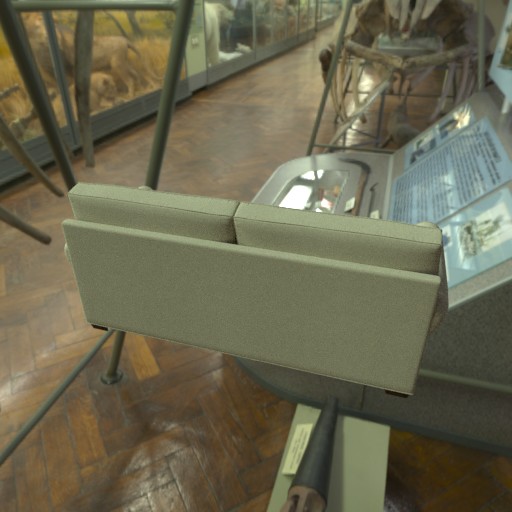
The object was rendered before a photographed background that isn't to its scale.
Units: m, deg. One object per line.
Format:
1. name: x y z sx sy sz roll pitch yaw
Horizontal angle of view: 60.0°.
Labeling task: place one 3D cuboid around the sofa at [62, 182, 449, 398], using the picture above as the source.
1. sofa: 0.000 0.000 2.714 2.146 0.962 0.901 9 32 15
